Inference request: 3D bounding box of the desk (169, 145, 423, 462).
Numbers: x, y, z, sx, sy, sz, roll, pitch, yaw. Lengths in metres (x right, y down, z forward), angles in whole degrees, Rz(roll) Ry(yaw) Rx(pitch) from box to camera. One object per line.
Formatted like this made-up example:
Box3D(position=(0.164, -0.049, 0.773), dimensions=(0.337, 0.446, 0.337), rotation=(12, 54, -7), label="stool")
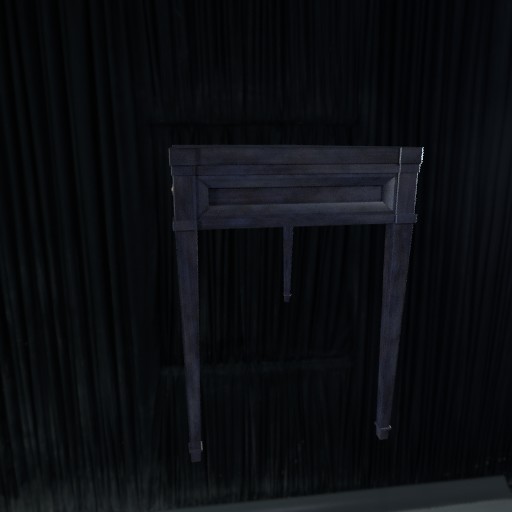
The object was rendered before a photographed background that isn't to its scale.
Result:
Box3D(position=(0.000, 0.000, 1.784), dimensions=(0.630, 0.861, 1.289), rotation=(-2, 15, -10), label="desk")
